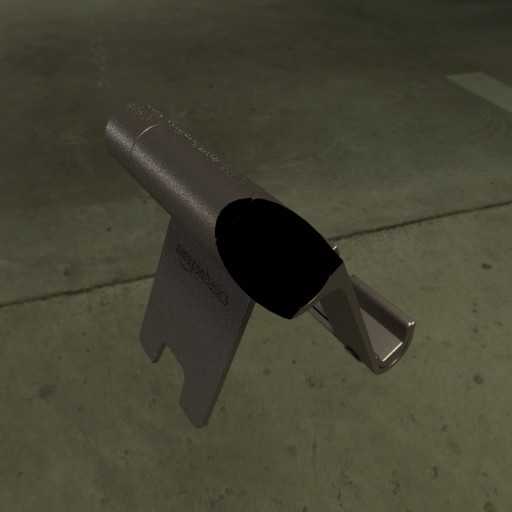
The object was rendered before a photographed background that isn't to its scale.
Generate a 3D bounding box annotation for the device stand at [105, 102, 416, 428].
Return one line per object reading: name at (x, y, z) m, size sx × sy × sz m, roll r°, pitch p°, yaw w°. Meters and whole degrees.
device stand at (0.000, 0.000, 0.149) m, size 0.079 × 0.084 × 0.088 m, roll -25°, pitch 47°, yaw -26°
